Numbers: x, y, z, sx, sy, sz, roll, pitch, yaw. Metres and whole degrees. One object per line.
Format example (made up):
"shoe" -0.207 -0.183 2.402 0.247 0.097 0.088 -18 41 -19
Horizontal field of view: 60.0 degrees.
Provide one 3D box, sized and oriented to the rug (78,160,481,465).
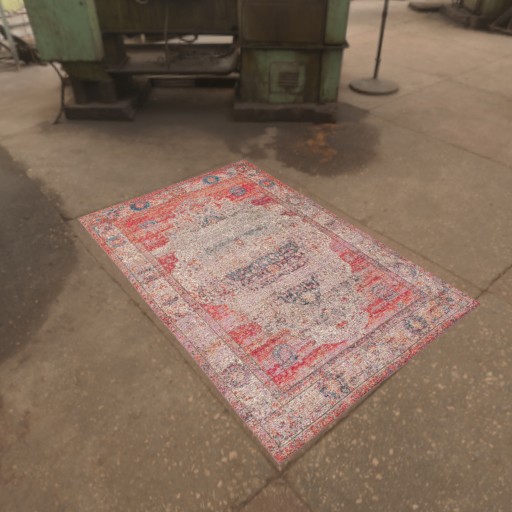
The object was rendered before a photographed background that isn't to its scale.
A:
"rug" 0.000 0.000 2.313 1.219 0.006 1.829 -26 46 -28
